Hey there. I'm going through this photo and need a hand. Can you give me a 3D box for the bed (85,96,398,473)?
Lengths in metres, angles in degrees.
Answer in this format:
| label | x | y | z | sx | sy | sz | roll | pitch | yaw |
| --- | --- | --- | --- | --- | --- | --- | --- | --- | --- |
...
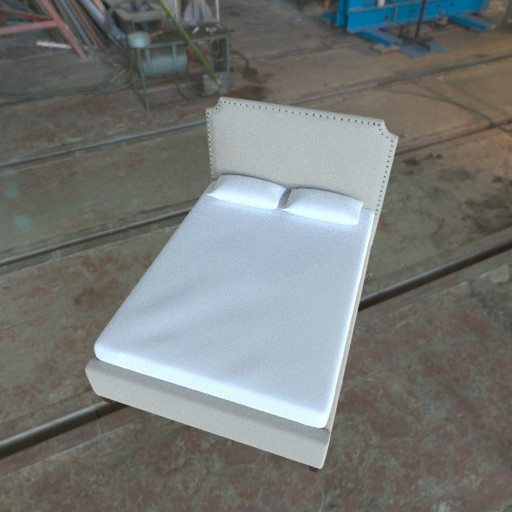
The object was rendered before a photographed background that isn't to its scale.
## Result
| label | x | y | z | sx | sy | sz | roll | pitch | yaw |
| --- | --- | --- | --- | --- | --- | --- | --- | --- | --- |
| bed | 0.000 | 0.000 | 3.453 | 1.713 | 1.443 | 2.372 | 13 | 44 | 13 |
